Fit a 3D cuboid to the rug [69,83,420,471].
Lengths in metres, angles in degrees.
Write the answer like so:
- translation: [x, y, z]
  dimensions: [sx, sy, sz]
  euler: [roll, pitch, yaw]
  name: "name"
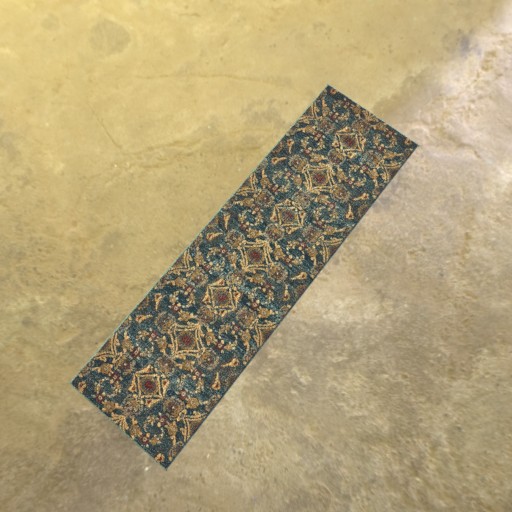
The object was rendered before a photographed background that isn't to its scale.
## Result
- translation: [0.000, 0.000, 2.486]
  dimensions: [0.685, 0.014, 2.292]
  euler: [38, 79, 9]
  name: "rug"
